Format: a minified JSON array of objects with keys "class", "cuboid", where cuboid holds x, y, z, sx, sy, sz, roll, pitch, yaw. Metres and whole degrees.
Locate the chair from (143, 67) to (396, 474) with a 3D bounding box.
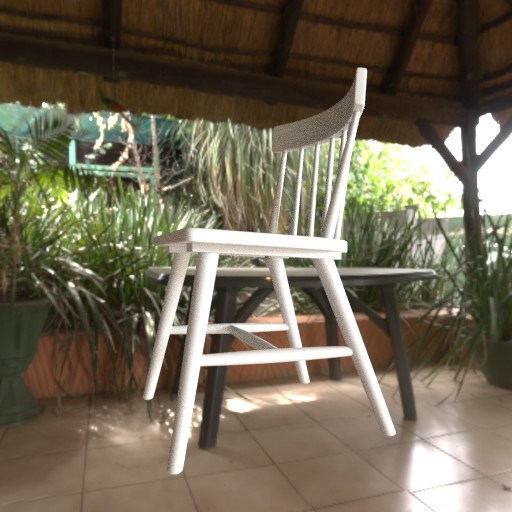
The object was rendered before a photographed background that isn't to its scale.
[{"class":"chair","cuboid":[0.000,0.000,1.091,0.500,0.787,0.483,0,0,-20]}]
